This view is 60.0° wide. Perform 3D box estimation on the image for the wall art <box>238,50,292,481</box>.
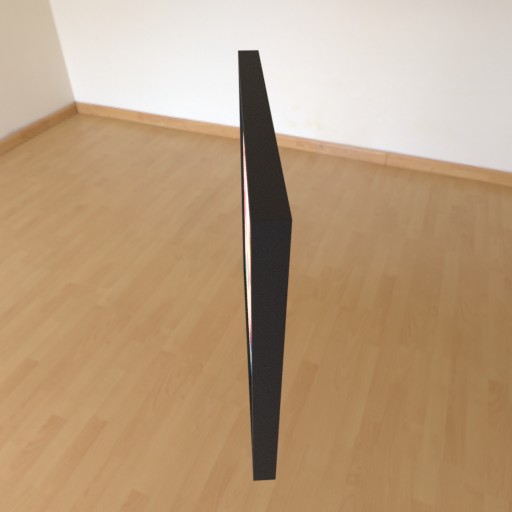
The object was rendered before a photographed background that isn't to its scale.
[{"bbox_3d":[0.000,0.000,0.734,0.036,0.503,0.506,-2,40,-2],"label":"wall art"}]
